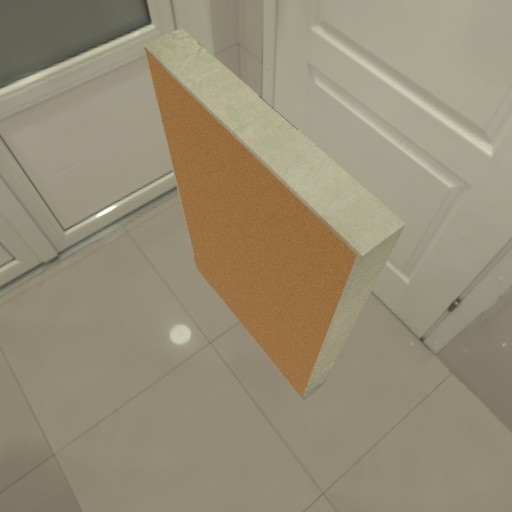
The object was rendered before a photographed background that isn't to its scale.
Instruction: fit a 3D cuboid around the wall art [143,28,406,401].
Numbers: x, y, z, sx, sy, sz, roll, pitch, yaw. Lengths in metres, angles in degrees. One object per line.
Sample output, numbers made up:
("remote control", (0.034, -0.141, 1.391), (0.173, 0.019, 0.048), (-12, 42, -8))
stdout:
("wall art", (0.000, 0.000, 0.482), (0.038, 0.381, 0.254), (-34, 65, -18))
